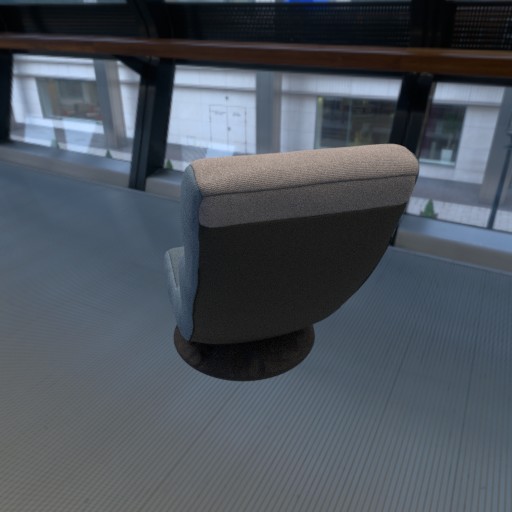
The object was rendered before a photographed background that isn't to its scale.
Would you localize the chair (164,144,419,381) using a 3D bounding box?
[{"bbox_3d":[0.000,0.000,1.090,0.420,0.641,0.661,-8,28,-15],"label":"chair"}]
